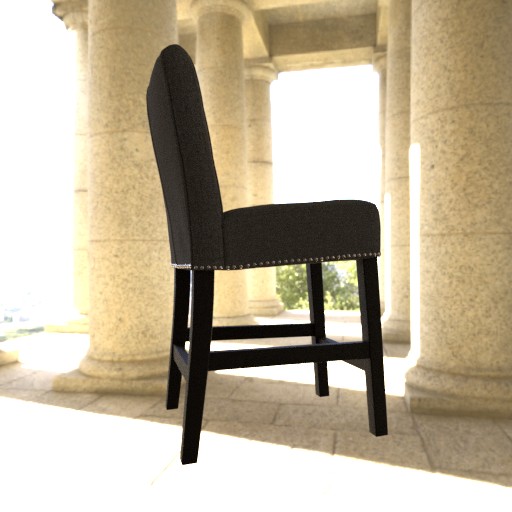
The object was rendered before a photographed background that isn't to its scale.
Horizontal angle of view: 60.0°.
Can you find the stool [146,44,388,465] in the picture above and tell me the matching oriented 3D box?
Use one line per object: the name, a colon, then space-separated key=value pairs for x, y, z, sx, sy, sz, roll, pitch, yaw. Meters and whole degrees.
stool: x=0.000 y=0.000 z=1.183 sx=0.571 sy=0.885 sz=0.427 roll=0 pitch=0 yaw=-17
